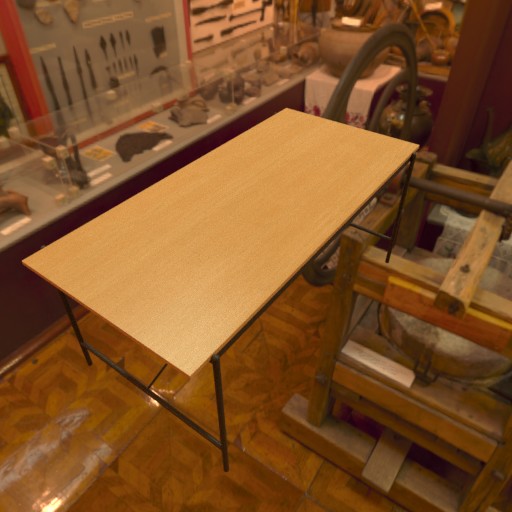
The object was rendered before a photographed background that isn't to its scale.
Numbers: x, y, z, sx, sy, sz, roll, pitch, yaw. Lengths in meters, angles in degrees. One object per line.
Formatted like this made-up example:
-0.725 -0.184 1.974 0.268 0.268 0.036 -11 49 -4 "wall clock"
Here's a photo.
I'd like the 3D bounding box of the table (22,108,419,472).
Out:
0.000 0.000 2.262 0.900 0.758 1.800 25 47 27 "table"
